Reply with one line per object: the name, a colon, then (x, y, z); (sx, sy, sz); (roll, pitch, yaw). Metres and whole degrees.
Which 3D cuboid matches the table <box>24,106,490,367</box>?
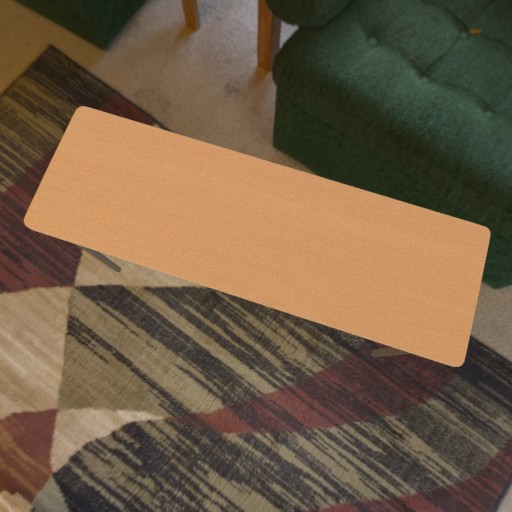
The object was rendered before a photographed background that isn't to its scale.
table: (0.000, 0.000, 1.740); (1.397, 0.750, 0.446); (18, 77, 4)
